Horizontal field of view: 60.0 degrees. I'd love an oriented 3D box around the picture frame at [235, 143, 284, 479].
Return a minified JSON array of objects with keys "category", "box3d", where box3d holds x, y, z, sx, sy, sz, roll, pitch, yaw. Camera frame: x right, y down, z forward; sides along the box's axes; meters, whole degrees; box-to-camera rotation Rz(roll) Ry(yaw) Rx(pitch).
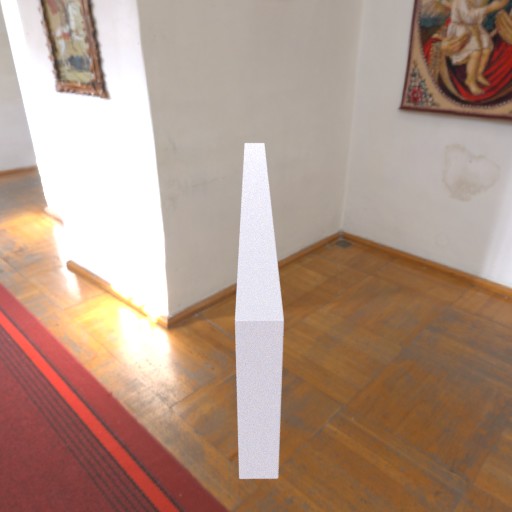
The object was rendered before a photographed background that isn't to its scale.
[{"category":"picture frame","box3d":[0.000,0.000,0.849,0.050,0.250,0.759,0,28,0]}]
